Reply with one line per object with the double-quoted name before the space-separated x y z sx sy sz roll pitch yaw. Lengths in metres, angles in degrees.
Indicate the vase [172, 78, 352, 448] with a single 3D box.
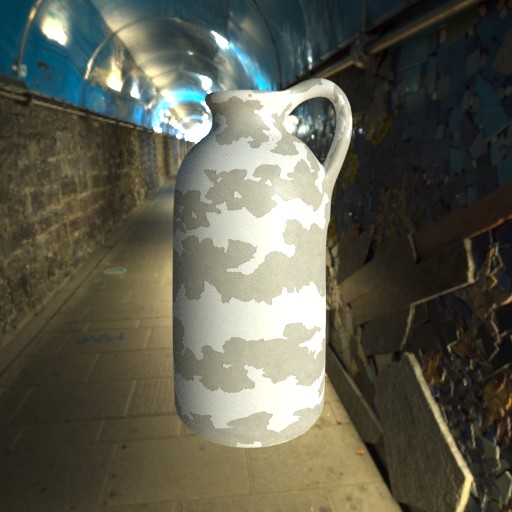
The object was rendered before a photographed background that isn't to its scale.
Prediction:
"vase" 0.000 0.000 0.513 0.203 0.382 0.186 2 15 9
